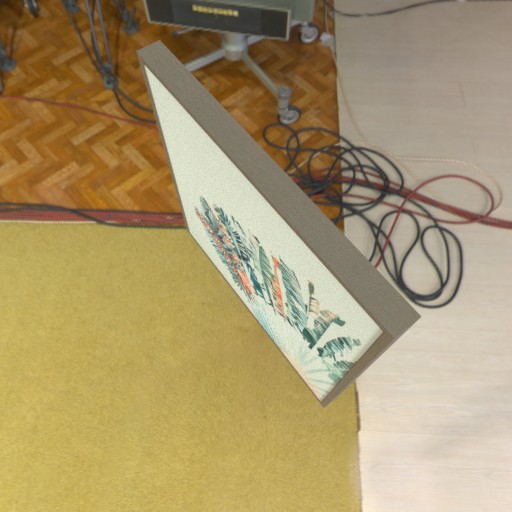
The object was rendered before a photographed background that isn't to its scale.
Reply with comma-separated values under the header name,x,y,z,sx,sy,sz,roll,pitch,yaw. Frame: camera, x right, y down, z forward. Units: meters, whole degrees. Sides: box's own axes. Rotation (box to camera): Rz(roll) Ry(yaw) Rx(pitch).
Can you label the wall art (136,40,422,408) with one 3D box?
name,x,y,z,sx,sy,sz,roll,pitch,yaw
wall art,0.000,0.000,0.758,0.038,0.506,0.508,-34,68,-15
